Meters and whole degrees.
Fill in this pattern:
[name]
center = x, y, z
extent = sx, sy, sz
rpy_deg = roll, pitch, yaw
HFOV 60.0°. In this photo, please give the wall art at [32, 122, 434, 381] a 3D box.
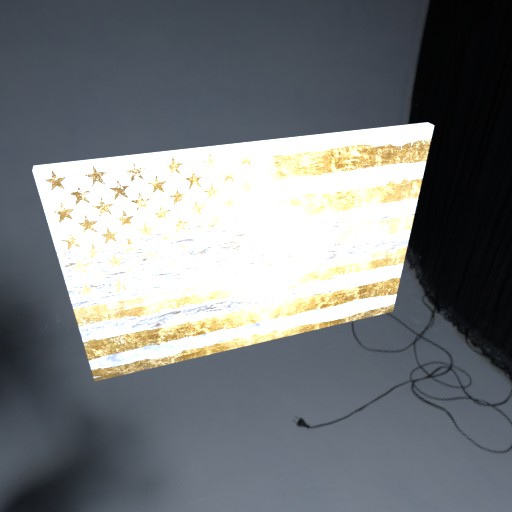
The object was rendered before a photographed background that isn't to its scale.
[wall art]
center = 0.000, 0.000, 1.169
extent = 0.932, 0.610, 0.027
rpy_deg = -10, 35, -15
